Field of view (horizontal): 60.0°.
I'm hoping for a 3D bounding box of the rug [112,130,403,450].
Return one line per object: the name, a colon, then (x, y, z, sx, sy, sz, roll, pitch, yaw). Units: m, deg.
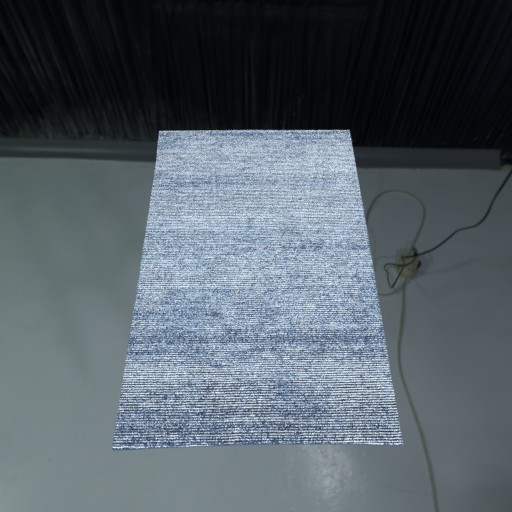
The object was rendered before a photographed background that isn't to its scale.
rug: (0.000, 0.000, 2.221, 1.159, 0.025, 1.793, 0, 58, 0)
